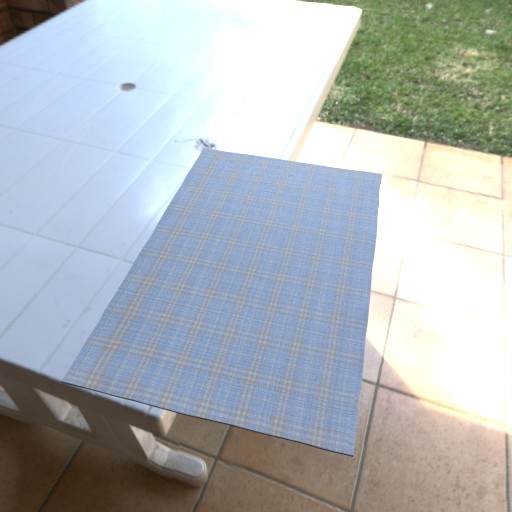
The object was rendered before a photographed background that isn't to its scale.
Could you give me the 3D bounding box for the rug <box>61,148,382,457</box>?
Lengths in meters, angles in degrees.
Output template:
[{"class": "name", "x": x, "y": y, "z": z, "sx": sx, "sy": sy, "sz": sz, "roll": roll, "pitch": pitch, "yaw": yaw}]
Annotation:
[{"class": "rug", "x": 0.000, "y": 0.000, "z": 2.367, "sx": 1.231, "sy": 0.012, "sz": 1.835, "roll": 11, "pitch": 47, "yaw": 10}]
